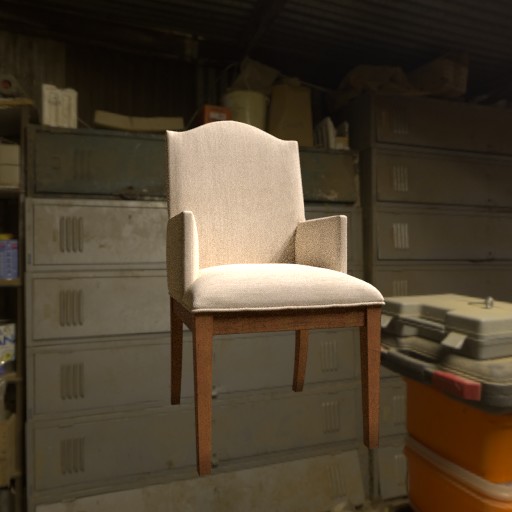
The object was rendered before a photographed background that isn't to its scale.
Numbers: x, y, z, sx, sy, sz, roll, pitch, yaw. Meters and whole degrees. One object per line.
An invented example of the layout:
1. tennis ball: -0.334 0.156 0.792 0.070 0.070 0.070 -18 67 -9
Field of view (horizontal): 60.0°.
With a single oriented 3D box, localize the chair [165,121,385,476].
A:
1. chair: 0.000 0.000 1.401 0.533 1.016 0.641 0 1 -18
